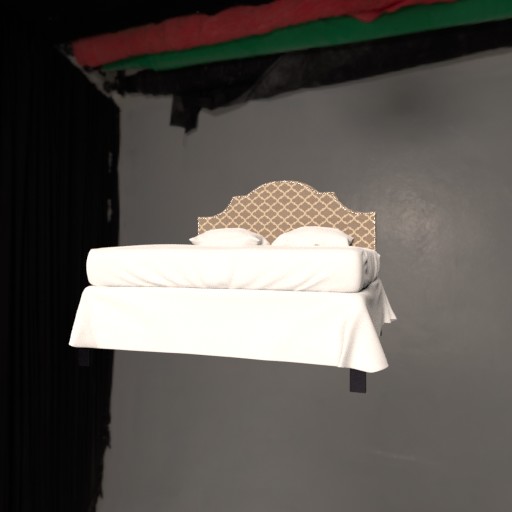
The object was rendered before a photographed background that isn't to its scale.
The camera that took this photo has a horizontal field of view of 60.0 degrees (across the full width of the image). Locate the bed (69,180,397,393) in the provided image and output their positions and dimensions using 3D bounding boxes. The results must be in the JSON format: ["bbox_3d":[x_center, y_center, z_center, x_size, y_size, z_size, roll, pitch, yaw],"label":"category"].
[{"bbox_3d":[0.000,0.000,3.855,2.314,1.601,2.222,0,0,18],"label":"bed"}]
